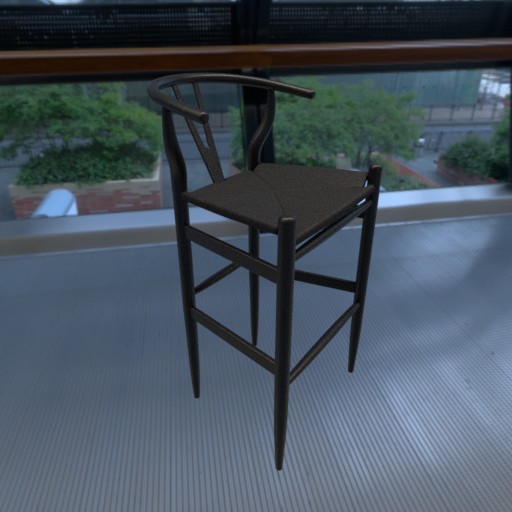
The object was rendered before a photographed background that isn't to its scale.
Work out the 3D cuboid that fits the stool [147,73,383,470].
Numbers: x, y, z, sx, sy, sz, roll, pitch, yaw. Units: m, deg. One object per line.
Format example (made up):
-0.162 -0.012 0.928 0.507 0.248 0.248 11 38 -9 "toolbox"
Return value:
0.000 0.000 1.439 0.579 1.072 0.569 17 32 31 "stool"
